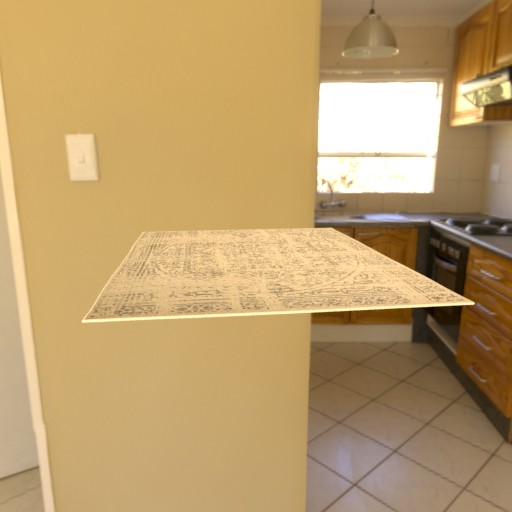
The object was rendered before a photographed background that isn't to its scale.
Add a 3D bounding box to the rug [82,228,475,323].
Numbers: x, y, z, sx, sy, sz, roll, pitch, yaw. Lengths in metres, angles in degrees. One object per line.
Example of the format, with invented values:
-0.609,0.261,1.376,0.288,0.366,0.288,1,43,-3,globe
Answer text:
0.000,0.000,3.952,2.311,0.032,2.921,-2,13,-7,rug
